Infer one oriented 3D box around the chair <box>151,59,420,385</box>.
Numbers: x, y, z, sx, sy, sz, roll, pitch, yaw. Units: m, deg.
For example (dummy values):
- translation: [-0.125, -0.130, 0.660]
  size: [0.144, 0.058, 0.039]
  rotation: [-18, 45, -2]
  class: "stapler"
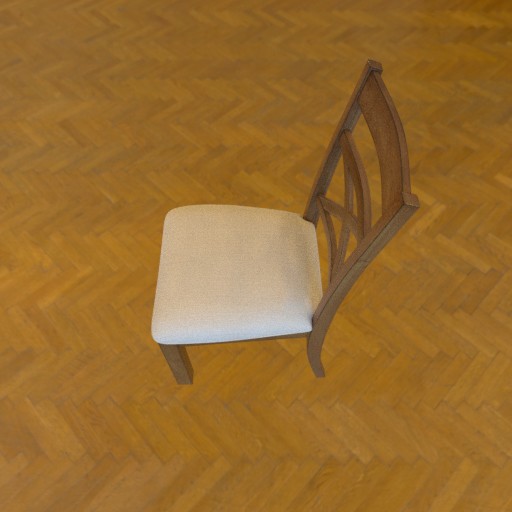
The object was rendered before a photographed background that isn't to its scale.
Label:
- translation: [0.000, 0.000, 1.255]
  size: [0.581, 0.949, 0.461]
  rotation: [-1, 57, 0]
  class: "chair"
